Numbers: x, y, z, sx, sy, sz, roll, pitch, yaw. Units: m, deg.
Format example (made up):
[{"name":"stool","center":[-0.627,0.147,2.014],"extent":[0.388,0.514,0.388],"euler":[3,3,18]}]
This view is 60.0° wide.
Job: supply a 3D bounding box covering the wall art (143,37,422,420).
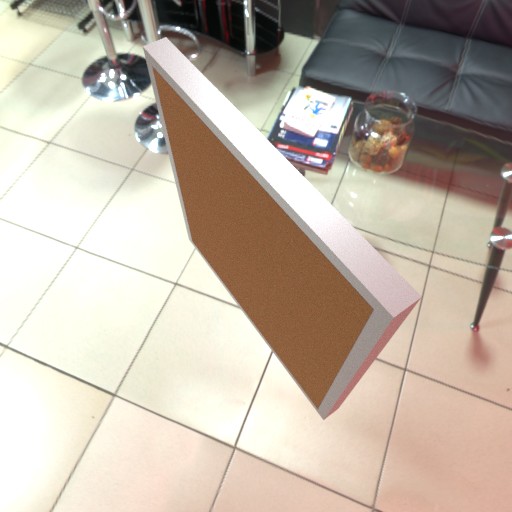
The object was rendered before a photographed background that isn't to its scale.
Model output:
[{"name":"wall art","center":[0.000,0.000,0.747],"extent":[0.038,0.506,0.506],"euler":[-31,64,-17]}]
